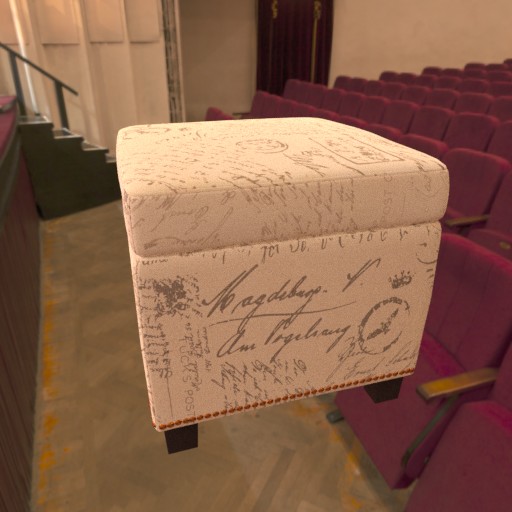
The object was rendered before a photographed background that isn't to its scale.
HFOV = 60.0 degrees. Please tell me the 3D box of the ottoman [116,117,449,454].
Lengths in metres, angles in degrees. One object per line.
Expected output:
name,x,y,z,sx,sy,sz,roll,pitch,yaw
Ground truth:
ottoman,0.000,0.000,0.823,0.450,0.457,0.449,-8,27,-15
